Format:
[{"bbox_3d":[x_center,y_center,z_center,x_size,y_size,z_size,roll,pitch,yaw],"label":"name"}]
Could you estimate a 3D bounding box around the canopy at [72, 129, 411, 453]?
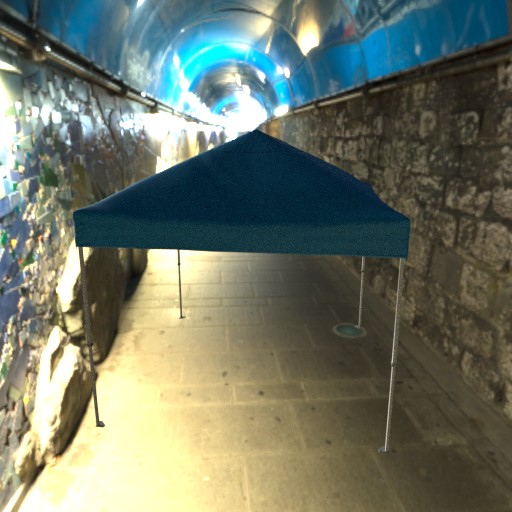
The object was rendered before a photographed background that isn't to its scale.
[{"bbox_3d":[0.000,0.000,5.444,2.996,2.997,2.998,2,15,8],"label":"canopy"}]
